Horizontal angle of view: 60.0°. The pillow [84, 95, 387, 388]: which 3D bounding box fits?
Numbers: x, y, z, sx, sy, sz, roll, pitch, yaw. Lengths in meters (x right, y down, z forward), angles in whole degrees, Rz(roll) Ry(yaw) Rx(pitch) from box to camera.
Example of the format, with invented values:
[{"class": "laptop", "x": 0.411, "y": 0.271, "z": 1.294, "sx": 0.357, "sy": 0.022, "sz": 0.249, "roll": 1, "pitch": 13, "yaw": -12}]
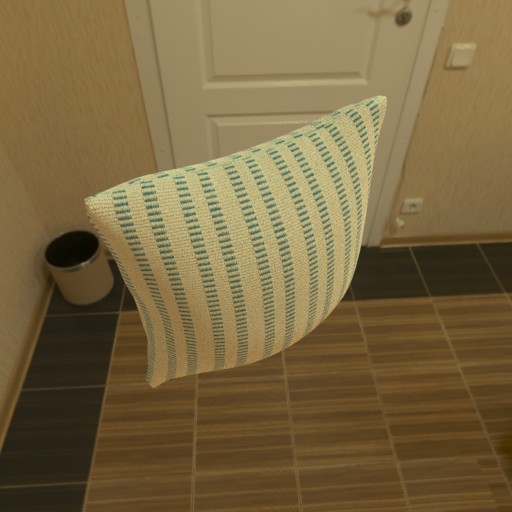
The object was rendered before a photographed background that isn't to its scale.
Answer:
[{"class": "pillow", "x": 0.000, "y": 0.000, "z": 0.695, "sx": 0.438, "sy": 0.419, "sz": 0.247, "roll": -25, "pitch": 52, "yaw": -22}]
